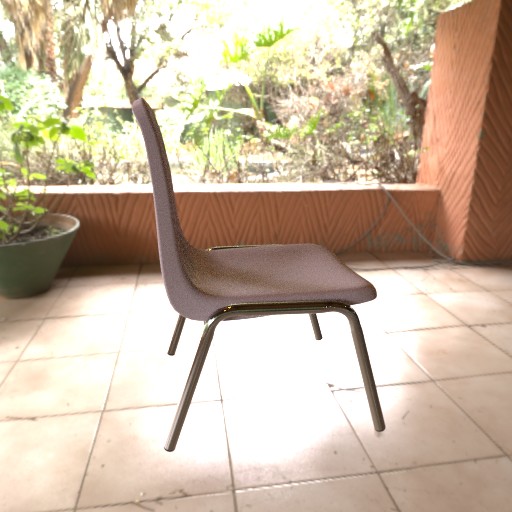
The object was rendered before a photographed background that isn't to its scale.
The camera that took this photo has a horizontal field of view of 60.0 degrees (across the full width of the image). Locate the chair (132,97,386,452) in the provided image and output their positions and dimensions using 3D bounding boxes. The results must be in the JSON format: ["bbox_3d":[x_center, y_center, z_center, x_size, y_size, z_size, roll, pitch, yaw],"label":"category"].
[{"bbox_3d":[0.000,0.000,0.804,0.385,0.536,0.354,-3,17,-10],"label":"chair"}]
